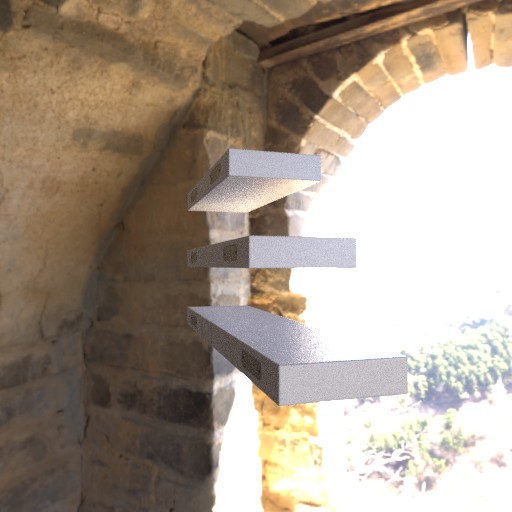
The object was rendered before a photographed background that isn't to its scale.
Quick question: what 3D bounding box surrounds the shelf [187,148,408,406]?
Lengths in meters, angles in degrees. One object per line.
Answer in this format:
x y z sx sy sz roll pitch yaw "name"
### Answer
0.000 0.000 0.725 0.140 0.293 0.610 0 -1 -17 "shelf"
